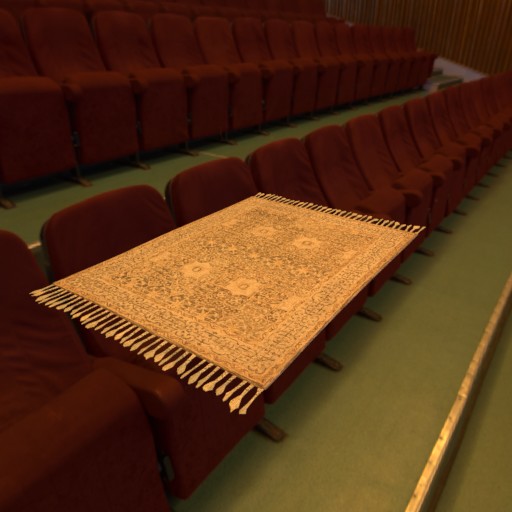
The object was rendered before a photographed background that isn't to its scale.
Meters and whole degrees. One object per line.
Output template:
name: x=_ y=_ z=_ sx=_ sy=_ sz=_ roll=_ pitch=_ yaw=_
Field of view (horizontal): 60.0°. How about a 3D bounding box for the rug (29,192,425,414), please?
rug: x=0.000 y=0.000 z=3.085 sx=1.619 sy=0.023 sz=2.465 roll=17 pitch=31 yaw=32
